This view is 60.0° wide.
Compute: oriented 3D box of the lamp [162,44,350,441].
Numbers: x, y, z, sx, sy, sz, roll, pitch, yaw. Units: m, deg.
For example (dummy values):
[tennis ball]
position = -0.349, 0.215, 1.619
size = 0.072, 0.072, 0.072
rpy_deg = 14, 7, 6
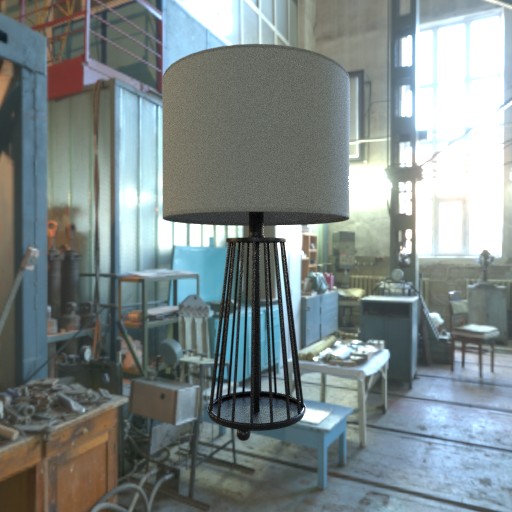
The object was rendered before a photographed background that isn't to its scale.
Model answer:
[lamp]
position = 0.000, 0.000, 0.779
size = 0.322, 0.593, 0.322
rpy_deg = 0, 0, -18
